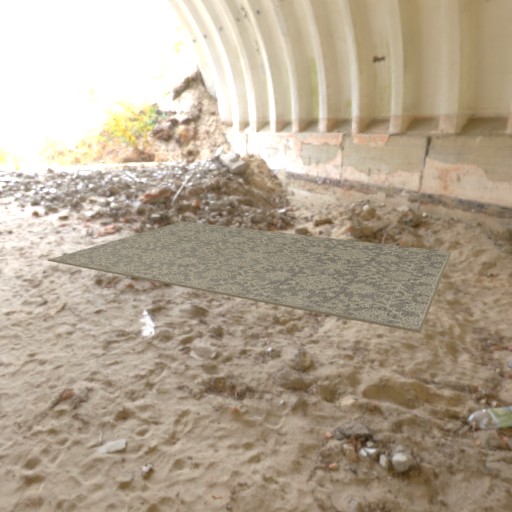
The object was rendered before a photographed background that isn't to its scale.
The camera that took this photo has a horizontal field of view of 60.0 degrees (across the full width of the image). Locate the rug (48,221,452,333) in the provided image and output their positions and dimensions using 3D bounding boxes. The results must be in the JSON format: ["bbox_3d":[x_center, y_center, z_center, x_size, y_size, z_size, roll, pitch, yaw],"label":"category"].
[{"bbox_3d":[0.000,0.000,3.134,2.430,0.010,1.515,8,18,27],"label":"rug"}]
